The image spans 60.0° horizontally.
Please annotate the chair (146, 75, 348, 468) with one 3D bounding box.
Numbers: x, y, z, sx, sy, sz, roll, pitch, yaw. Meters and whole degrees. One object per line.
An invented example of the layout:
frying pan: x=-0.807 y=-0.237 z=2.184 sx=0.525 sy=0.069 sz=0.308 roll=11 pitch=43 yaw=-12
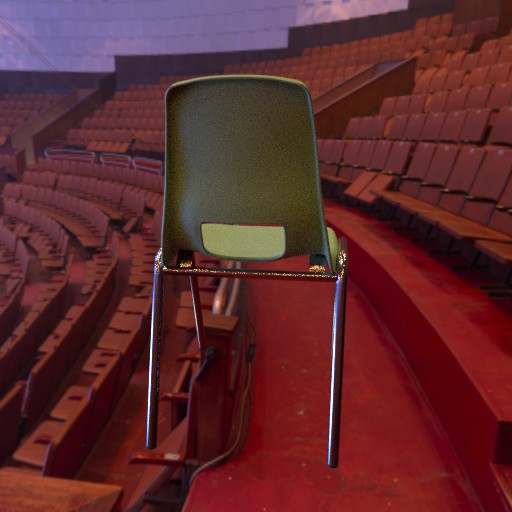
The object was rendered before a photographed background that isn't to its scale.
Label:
chair: x=0.000 y=0.000 z=0.926 sx=0.381 sy=0.653 sz=0.436 roll=2 pitch=15 yaw=8
